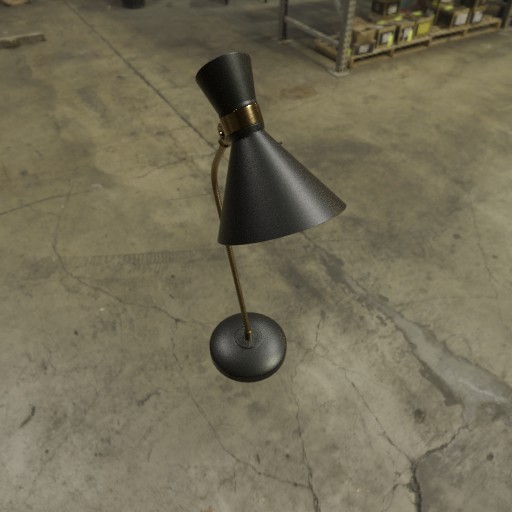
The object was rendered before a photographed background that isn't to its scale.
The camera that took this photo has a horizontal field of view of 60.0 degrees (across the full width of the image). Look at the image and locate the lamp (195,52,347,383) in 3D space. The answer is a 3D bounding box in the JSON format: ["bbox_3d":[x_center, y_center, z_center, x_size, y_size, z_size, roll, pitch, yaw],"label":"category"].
[{"bbox_3d":[0.000,0.000,0.762,0.189,0.647,0.292,-24,49,-22],"label":"lamp"}]
